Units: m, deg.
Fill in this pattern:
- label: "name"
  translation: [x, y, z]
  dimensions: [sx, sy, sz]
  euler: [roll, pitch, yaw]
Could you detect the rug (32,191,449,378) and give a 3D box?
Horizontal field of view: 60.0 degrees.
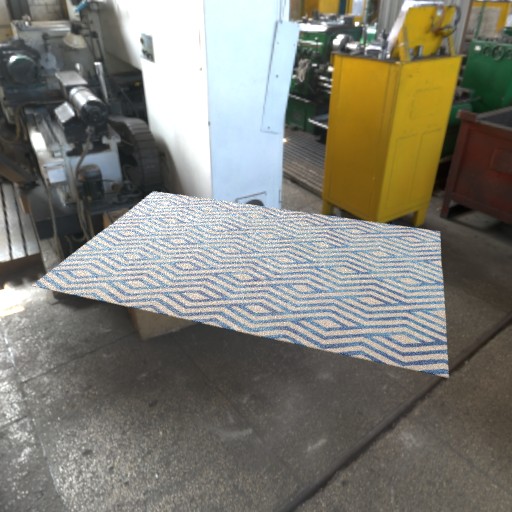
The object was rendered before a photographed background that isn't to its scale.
- label: "rug"
  translation: [0.000, 0.000, 3.059]
  dimensions: [2.439, 0.008, 1.531]
  euler: [10, 33, 15]
